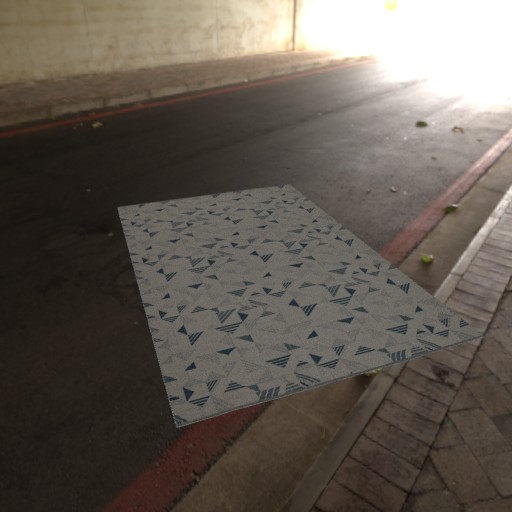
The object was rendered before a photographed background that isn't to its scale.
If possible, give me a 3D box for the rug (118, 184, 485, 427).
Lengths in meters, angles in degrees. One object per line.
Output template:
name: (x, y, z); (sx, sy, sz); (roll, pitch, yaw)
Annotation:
rug: (0.000, 0.000, 2.277); (1.206, 0.003, 1.835); (-10, 31, -18)
